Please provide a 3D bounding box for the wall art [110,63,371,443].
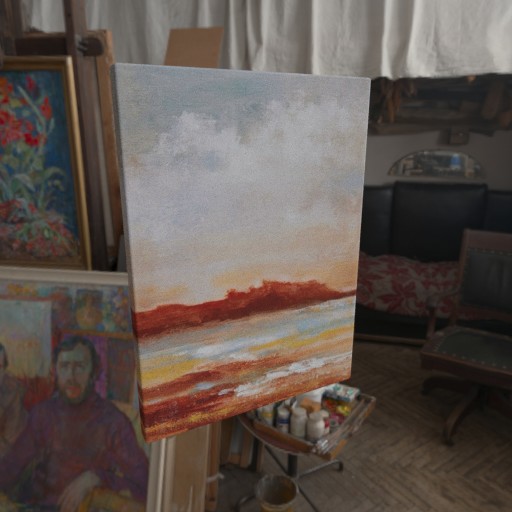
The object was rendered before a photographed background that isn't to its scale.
[{"bbox_3d":[0.000,0.000,0.786,0.443,0.605,0.035,-9,19,-26],"label":"wall art"}]
